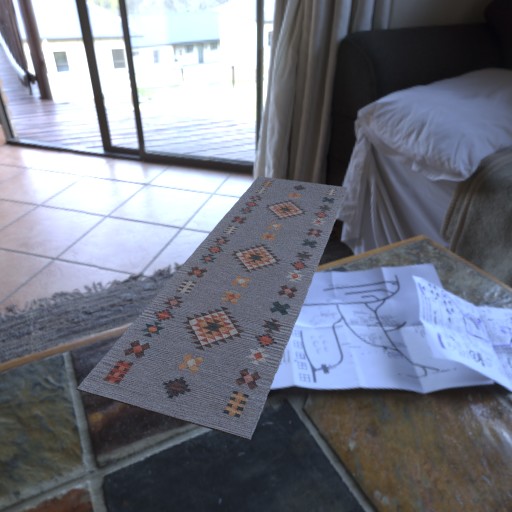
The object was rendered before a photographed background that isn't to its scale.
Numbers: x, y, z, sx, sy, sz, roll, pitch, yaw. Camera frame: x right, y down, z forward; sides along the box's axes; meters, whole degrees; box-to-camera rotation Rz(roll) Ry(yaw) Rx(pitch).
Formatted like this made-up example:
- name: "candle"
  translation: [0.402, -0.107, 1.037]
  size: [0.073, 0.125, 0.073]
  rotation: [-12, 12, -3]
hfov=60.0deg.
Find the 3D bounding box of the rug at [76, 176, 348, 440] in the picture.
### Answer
- name: "rug"
  translation: [0.000, 0.000, 2.709]
  size: [0.766, 0.008, 2.432]
  rotation: [10, 34, 15]
